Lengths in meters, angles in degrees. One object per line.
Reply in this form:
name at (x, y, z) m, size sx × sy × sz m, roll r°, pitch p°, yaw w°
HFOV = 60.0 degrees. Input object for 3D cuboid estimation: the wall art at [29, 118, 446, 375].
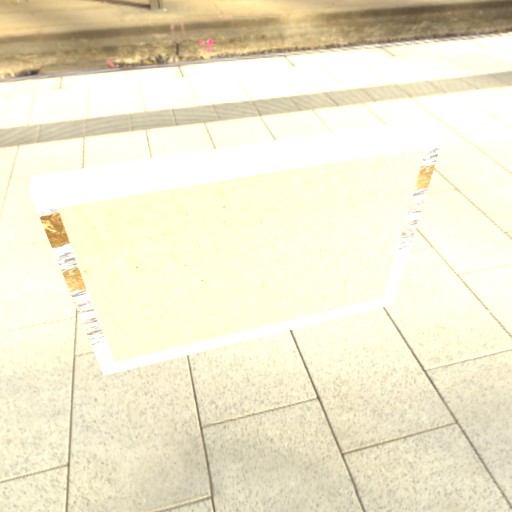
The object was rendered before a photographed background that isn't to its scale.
wall art at (0.000, 0.000, 0.770) m, size 0.606 × 0.407 × 0.041 m, roll -12°, pitch 43°, yaw -13°
